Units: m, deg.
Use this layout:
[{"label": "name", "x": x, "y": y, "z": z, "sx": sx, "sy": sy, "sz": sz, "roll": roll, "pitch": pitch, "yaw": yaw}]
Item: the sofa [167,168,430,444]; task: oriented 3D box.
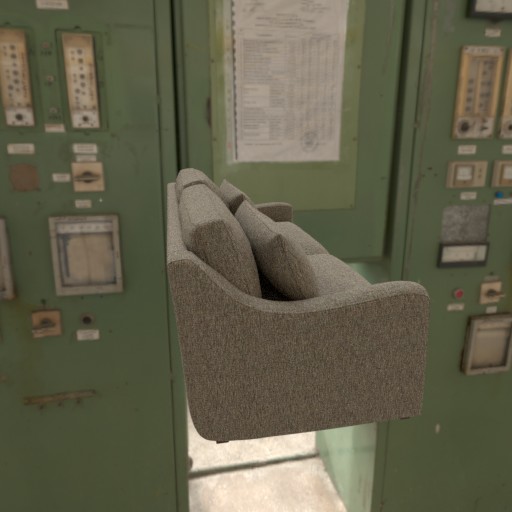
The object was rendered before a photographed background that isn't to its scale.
[{"label": "sofa", "x": 0.000, "y": 0.000, "z": 2.888, "sx": 1.103, "sy": 0.998, "sz": 2.418, "roll": -3, "pitch": 16, "yaw": -10}]
